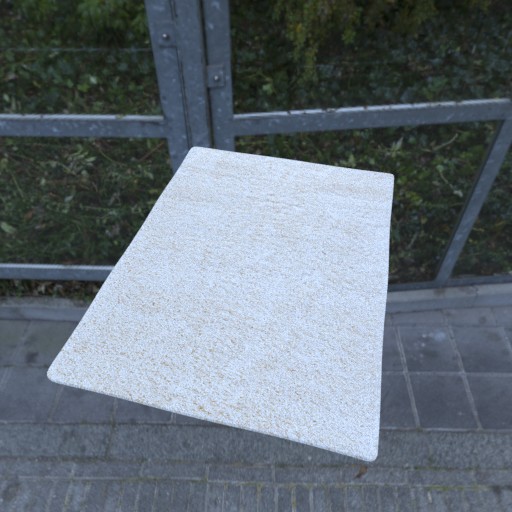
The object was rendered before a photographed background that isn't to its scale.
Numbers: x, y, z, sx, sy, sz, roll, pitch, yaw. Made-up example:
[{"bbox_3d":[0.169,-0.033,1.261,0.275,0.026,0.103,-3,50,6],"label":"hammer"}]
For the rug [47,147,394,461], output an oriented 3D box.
[{"bbox_3d":[0.000,0.000,2.061,1.200,0.027,1.600,10,47,10],"label":"rug"}]
